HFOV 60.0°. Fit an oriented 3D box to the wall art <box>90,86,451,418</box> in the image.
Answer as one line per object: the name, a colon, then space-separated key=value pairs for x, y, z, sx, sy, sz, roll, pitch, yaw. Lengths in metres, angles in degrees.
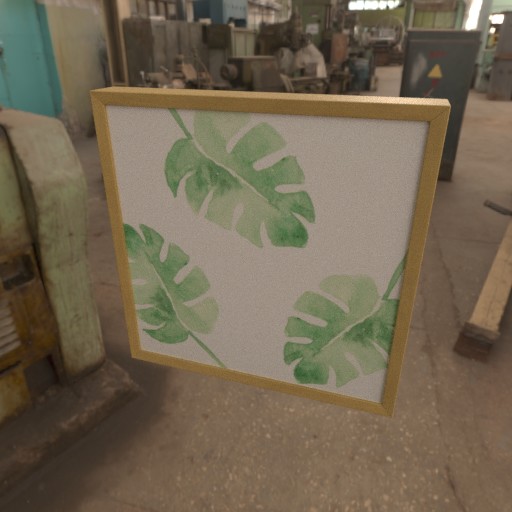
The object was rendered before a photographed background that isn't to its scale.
wall art: x=0.000 y=0.000 z=0.442 sx=0.305 sy=0.305 sz=0.038 roll=8 pitch=28 yaw=16
